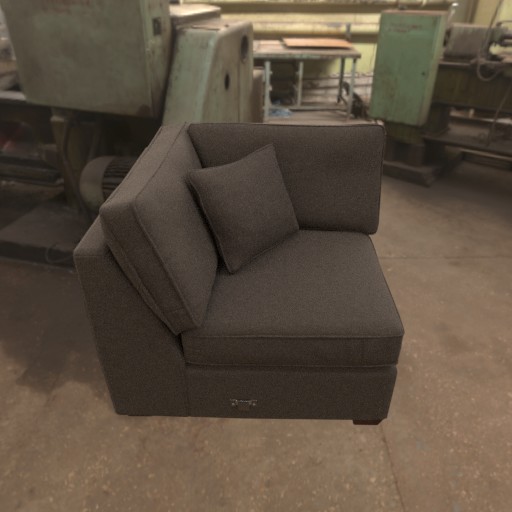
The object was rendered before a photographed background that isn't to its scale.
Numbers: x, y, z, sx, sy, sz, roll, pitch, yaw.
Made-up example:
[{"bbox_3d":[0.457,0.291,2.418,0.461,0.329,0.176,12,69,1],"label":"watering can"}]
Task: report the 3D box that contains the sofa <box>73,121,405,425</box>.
[{"bbox_3d":[0.000,0.000,1.966,1.146,1.002,1.084,0,32,1],"label":"sofa"}]
